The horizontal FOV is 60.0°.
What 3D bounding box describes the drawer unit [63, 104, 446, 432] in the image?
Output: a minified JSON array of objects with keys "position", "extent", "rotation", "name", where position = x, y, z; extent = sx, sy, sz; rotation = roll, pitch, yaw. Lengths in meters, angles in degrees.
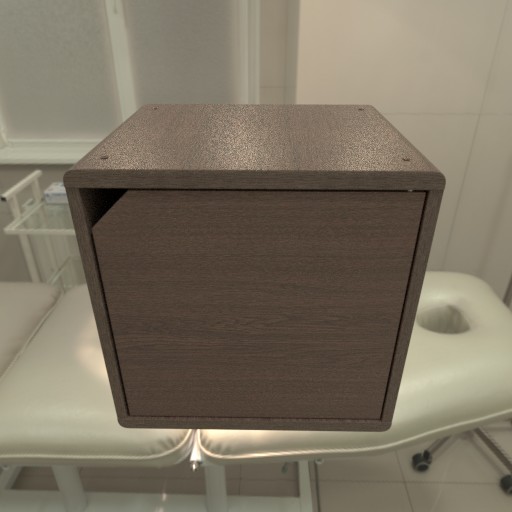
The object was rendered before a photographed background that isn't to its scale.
[{"position":[0.000,0.000,0.602],"extent":[0.344,0.344,0.290],"rotation":[0,30,1],"name":"drawer unit"}]
